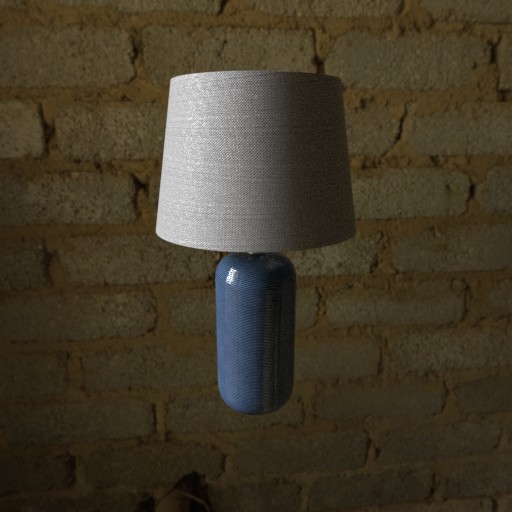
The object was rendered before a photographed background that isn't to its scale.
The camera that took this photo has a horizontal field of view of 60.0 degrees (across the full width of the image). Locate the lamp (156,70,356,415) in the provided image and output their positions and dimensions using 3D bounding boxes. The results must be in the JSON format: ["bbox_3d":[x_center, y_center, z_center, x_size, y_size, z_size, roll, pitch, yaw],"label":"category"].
[{"bbox_3d":[0.000,0.000,0.582,0.253,0.428,0.253,0,16,0],"label":"lamp"}]
